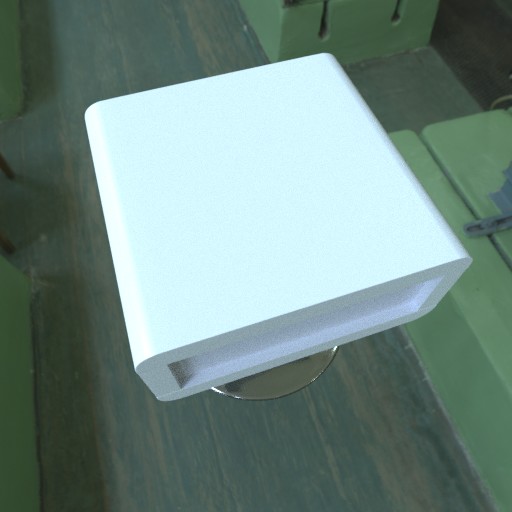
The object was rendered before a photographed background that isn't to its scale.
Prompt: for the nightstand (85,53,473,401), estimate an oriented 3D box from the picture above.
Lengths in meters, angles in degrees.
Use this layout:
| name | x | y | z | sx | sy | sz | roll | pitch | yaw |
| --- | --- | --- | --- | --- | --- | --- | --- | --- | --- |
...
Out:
| name | x | y | z | sx | sy | sz | roll | pitch | yaw |
| --- | --- | --- | --- | --- | --- | --- | --- | --- | --- |
| nightstand | 0.000 | 0.000 | 0.754 | 0.399 | 0.447 | 0.404 | -16 | 60 | -9 |
